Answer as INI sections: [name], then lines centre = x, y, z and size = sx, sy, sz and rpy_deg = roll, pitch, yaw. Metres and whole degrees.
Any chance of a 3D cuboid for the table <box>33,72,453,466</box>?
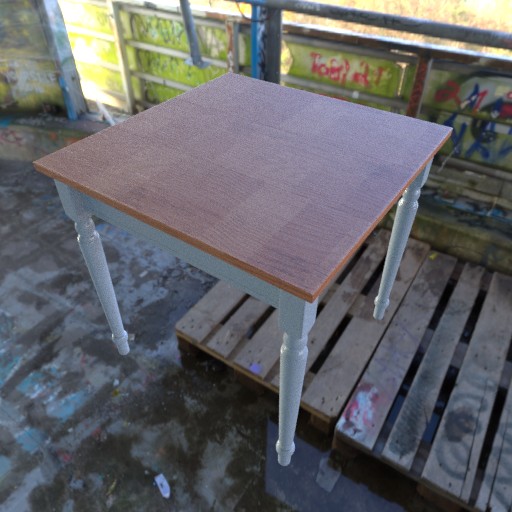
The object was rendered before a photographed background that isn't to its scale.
[table]
centre = 0.000, 0.000, 1.343
size = 0.747, 0.738, 0.747
rpy_deg = 25, 47, 26
